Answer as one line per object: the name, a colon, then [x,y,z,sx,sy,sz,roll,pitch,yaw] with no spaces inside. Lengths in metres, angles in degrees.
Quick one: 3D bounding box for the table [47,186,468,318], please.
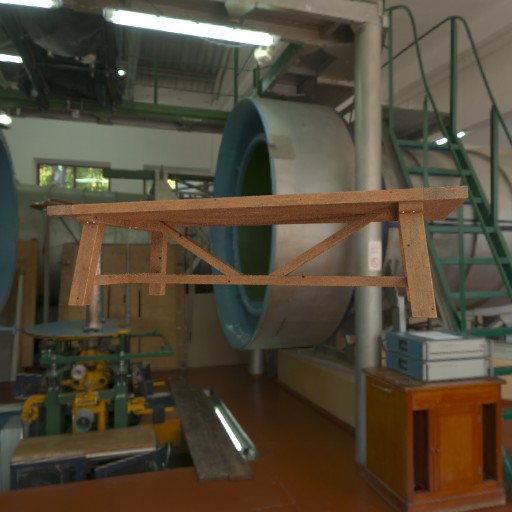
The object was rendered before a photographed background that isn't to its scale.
table: [0.000,0.000,2.197,1.800,0.465,0.820,0,-1,18]
